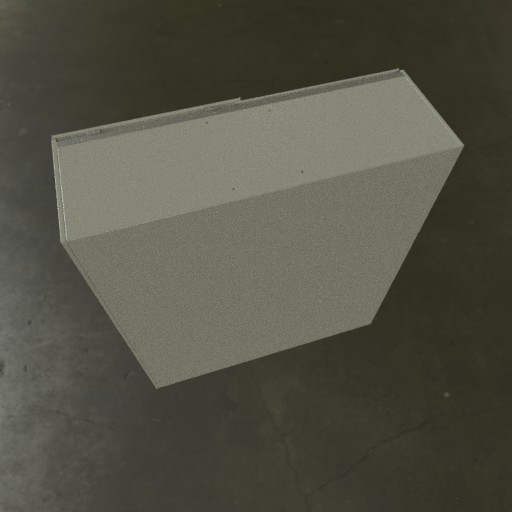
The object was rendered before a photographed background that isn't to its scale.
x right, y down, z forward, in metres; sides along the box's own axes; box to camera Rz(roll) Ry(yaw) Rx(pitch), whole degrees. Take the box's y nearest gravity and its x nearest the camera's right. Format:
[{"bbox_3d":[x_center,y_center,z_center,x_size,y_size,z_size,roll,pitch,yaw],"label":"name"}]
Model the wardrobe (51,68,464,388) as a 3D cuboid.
[{"bbox_3d":[0.000,0.000,2.842,1.780,1.960,0.629,-15,58,-9],"label":"wardrobe"}]
